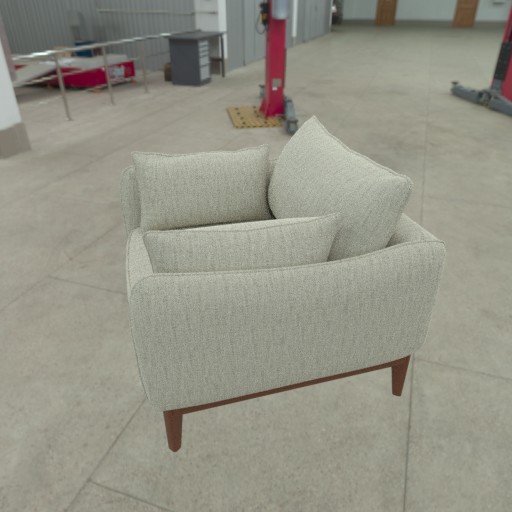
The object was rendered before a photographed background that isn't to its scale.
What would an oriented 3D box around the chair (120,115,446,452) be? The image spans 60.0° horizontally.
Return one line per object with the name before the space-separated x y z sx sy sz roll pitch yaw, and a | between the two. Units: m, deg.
chair | 0.000 0.000 1.727 0.991 0.855 0.994 -8 32 -14
